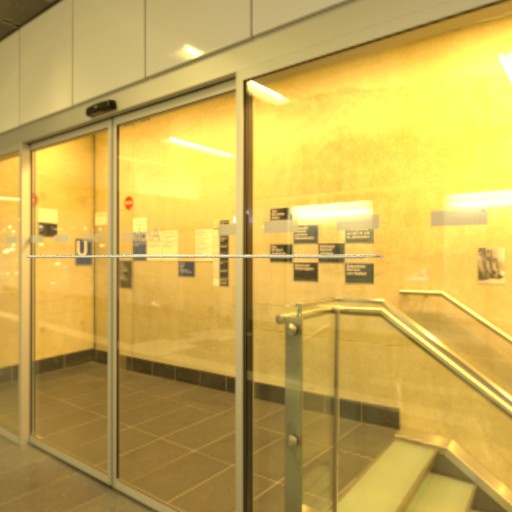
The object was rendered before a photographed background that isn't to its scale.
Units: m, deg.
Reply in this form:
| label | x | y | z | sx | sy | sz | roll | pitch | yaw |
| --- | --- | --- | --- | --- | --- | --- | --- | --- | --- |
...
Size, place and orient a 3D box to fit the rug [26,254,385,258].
| label | x | y | z | sx | sy | sz | roll | pitch | yaw |
| --- | --- | --- | --- | --- | --- | --- | --- | --- | --- |
| rug | 0.000 | 0.000 | 2.973 | 1.593 | 0.029 | 2.305 | 0 | 0 | 18 |
